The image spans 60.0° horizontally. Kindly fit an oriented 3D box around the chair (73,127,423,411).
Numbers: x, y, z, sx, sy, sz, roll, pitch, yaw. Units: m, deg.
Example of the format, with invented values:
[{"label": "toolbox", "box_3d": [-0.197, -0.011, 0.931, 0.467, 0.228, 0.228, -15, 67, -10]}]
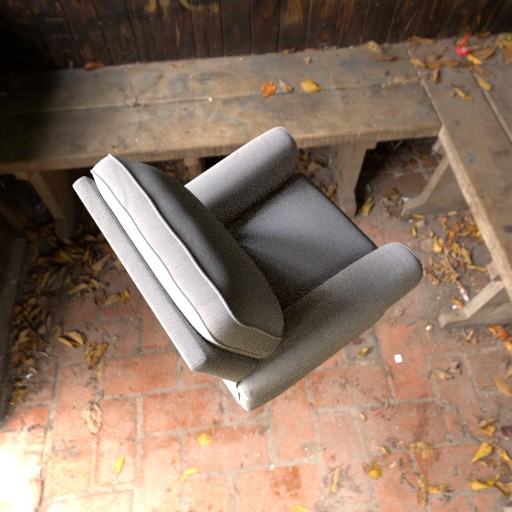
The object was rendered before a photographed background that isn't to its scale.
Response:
[{"label": "chair", "box_3d": [0.000, 0.000, 1.660, 0.878, 0.960, 0.890, -32, 64, -17]}]
